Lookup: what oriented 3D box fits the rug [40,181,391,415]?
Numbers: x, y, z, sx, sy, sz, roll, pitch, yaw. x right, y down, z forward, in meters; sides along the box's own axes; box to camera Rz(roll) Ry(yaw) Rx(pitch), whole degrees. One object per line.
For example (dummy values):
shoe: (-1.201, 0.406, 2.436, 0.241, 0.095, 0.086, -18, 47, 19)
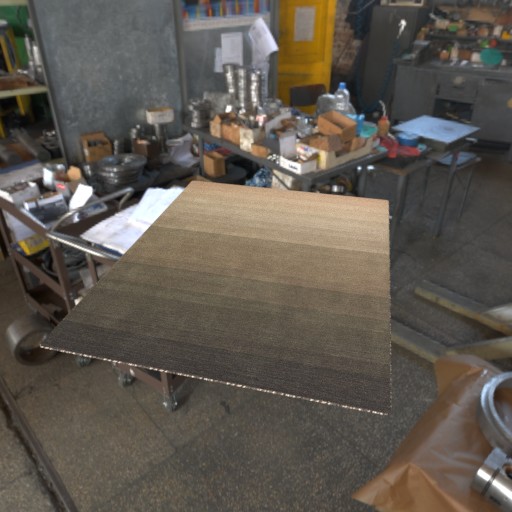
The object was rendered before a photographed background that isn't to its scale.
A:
rug: (0.000, 0.000, 3.930, 2.306, 0.017, 2.902, 8, 33, 12)
